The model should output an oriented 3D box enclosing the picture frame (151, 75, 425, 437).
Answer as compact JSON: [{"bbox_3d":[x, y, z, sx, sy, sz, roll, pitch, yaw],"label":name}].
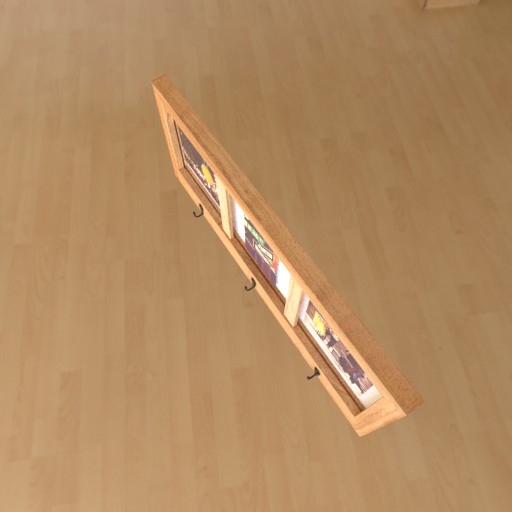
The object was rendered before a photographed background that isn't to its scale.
[{"bbox_3d":[0.000,0.000,0.675,0.045,0.234,0.582,-30,67,-14],"label":"picture frame"}]
